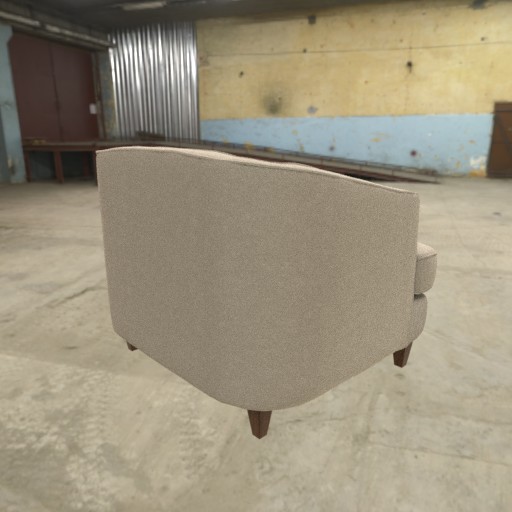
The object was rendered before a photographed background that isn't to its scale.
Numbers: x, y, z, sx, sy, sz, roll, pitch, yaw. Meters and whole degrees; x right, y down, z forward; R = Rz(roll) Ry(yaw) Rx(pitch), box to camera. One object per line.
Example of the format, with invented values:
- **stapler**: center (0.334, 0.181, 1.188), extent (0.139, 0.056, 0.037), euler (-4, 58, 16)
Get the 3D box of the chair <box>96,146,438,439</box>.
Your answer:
- **chair**: center (0.000, 0.000, 1.753), extent (0.941, 0.852, 1.104), euler (-14, 21, -42)
